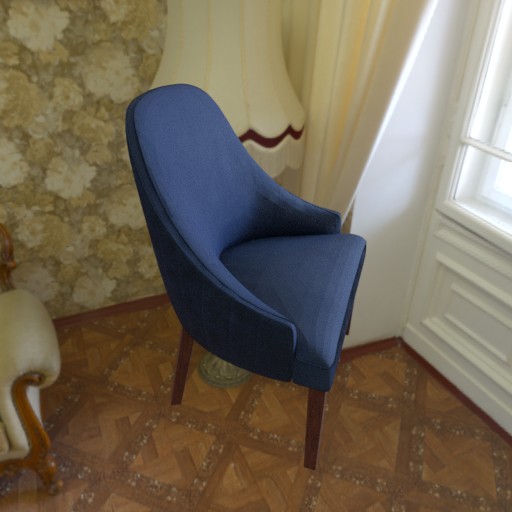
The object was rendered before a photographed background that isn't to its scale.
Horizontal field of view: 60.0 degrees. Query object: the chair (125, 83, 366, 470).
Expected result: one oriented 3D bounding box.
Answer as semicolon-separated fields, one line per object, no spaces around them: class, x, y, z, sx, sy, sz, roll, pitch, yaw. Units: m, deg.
chair;0.000;0.000;1.273;0.575;0.889;0.643;10;32;16
